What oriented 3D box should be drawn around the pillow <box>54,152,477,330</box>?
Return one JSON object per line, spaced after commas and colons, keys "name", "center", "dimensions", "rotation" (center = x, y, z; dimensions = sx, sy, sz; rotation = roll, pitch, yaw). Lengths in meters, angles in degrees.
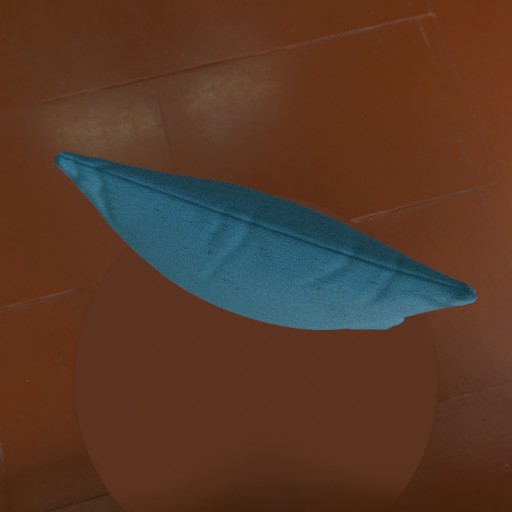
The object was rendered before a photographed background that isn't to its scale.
{"name": "pillow", "center": [0.000, 0.000, 0.779], "dimensions": [0.633, 0.338, 0.210], "rotation": [19, 77, 4]}
